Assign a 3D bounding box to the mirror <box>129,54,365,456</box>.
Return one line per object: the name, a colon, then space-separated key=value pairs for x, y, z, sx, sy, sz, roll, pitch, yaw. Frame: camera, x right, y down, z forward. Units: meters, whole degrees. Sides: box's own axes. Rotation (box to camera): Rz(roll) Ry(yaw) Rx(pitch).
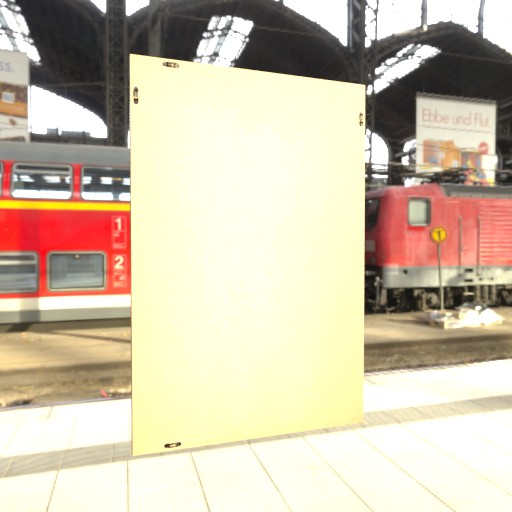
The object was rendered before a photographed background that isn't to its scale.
mirror: x=0.000 y=0.000 z=1.119 sx=0.609 sy=0.915 sz=0.040 roll=0 pitch=1 yaw=-19
